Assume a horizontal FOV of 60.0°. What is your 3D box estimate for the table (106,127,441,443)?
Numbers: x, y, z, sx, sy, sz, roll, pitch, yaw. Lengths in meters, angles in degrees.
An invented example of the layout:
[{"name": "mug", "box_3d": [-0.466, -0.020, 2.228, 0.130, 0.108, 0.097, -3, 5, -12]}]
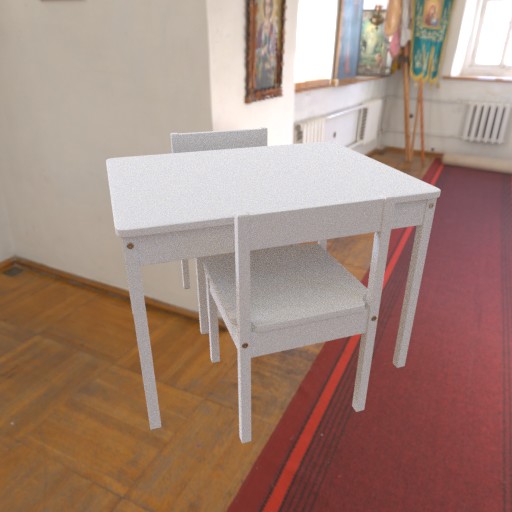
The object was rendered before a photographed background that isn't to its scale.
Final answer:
[{"name": "table", "box_3d": [0.000, 0.000, 1.121, 0.650, 0.503, 0.672, -9, 28, -17]}]
